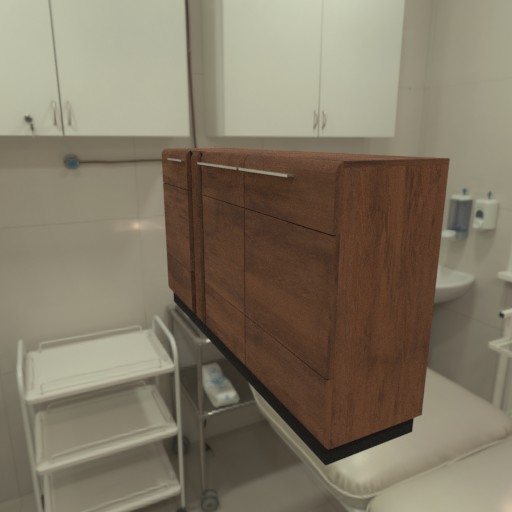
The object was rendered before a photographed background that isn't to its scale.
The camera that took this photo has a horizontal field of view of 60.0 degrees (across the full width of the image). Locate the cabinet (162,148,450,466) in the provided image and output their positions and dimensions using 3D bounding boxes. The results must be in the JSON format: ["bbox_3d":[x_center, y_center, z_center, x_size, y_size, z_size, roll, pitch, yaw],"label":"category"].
[{"bbox_3d":[0.000,0.000,1.968,0.420,0.900,1.600,-7,17,-26],"label":"cabinet"}]
